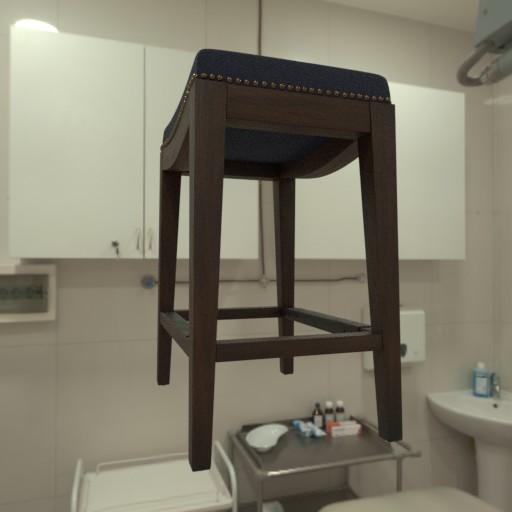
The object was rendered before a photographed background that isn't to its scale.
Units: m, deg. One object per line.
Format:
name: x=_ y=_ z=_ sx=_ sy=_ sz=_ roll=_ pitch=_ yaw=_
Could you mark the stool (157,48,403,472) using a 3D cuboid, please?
stool: x=0.000 y=0.000 z=0.937 sx=0.361 sy=0.642 sz=0.500 roll=0 pitch=-1 yaw=-18
